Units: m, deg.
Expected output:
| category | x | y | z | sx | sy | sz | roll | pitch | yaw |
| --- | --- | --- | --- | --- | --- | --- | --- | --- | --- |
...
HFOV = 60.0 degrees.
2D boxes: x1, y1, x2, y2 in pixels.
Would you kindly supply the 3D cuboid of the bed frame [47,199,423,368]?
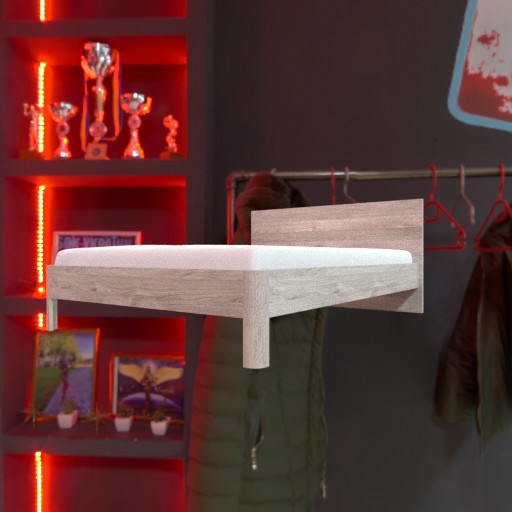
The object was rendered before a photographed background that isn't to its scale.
| category | x | y | z | sx | sy | sz | roll | pitch | yaw |
| --- | --- | --- | --- | --- | --- | --- | --- | --- | --- |
| bed frame | 0.000 | 0.000 | 2.768 | 1.490 | 0.800 | 1.950 | 0 | 0 | 36 |
